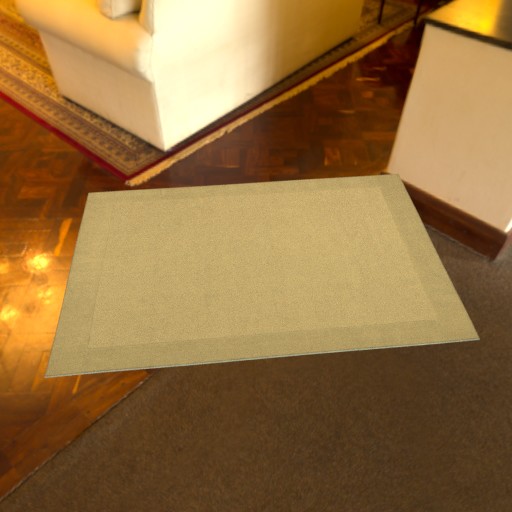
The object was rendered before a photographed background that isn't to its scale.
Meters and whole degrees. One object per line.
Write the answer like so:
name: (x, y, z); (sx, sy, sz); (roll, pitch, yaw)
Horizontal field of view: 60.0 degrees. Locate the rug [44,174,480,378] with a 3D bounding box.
rug: (0.000, 0.000, 2.969); (2.438, 0.014, 1.524); (-4, 49, -4)
